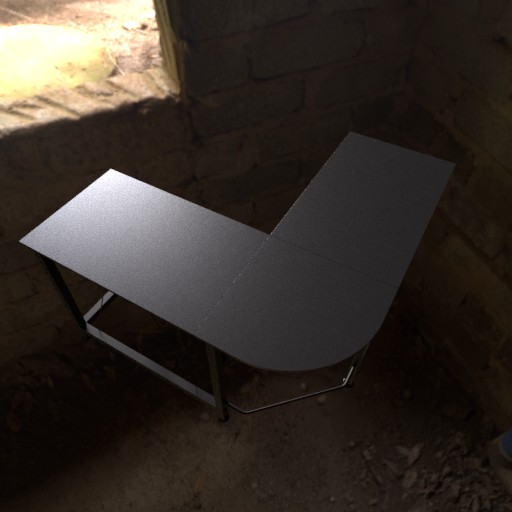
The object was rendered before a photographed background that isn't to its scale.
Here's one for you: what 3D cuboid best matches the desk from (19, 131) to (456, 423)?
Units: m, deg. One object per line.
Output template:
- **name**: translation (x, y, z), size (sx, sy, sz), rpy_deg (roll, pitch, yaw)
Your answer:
- **desk**: translation (0.000, 0.000, 2.240), size (1.400, 0.762, 1.400), rpy_deg (24, 53, 19)
